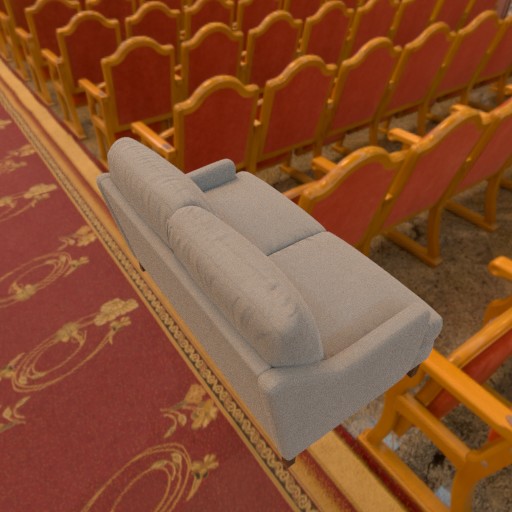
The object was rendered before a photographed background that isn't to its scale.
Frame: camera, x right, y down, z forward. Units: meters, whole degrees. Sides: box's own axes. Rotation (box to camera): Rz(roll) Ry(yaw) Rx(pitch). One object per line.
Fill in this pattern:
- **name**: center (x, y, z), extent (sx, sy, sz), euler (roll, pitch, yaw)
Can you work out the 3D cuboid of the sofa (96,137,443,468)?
- **sofa**: center (0.000, 0.000, 2.200), extent (0.987, 0.921, 1.589), euler (-24, 46, -26)
